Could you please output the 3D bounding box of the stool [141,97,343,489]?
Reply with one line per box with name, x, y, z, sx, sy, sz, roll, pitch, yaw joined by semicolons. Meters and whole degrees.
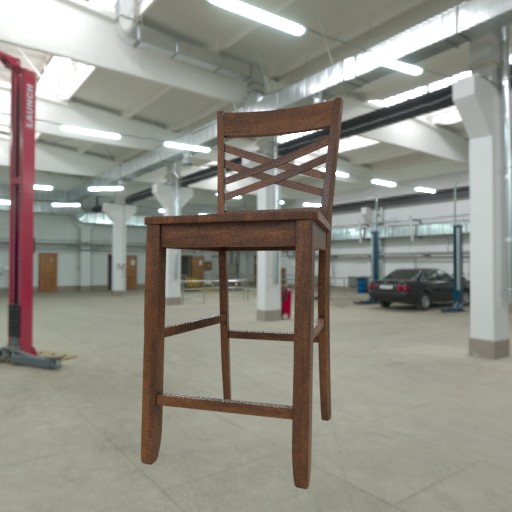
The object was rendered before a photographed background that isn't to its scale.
stool;0.000;0.000;1.330;0.462;1.079;0.539;0;-1;18
